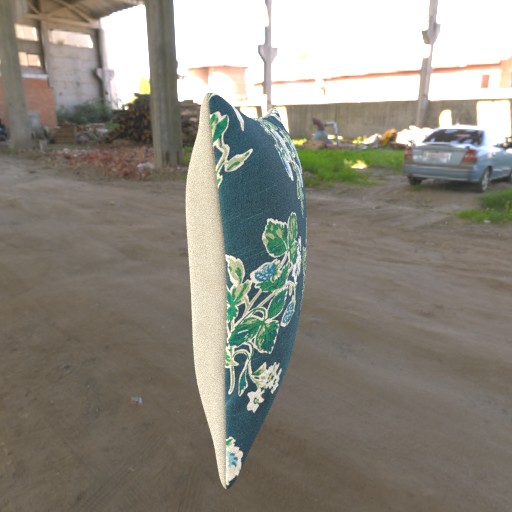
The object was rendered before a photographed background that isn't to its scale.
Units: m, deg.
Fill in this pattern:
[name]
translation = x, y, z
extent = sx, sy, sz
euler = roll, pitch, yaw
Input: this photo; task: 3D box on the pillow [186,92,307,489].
[pillow]
translation = 0.000, 0.000, 0.775
extent = 0.166, 0.508, 0.525
euler = 3, 17, 9
